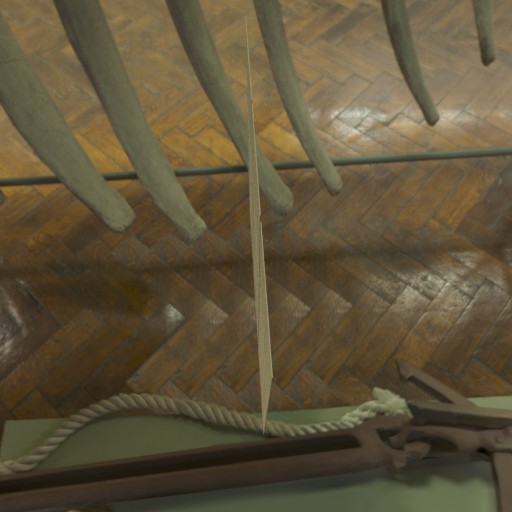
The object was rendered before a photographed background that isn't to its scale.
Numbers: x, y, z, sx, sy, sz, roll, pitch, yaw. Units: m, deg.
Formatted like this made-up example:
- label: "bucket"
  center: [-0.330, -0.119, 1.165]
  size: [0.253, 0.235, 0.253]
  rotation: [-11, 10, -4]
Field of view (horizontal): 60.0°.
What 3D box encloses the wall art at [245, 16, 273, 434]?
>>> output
- label: "wall art"
  center: [0.000, 0.000, 2.199]
  size: [0.002, 1.505, 1.517]
  rotation: [-3, 63, -2]
